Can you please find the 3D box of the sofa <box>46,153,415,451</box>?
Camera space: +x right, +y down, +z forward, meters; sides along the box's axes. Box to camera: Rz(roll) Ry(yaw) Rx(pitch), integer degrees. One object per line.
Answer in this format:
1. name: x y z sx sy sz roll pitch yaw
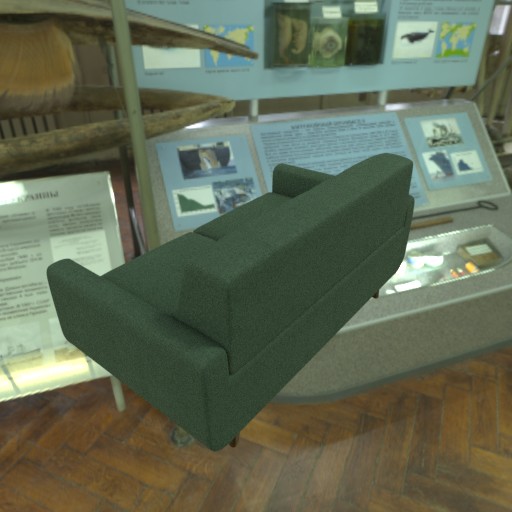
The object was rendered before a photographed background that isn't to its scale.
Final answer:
1. sofa: 0.000 0.000 2.150 0.909 0.841 1.631 22 37 33
